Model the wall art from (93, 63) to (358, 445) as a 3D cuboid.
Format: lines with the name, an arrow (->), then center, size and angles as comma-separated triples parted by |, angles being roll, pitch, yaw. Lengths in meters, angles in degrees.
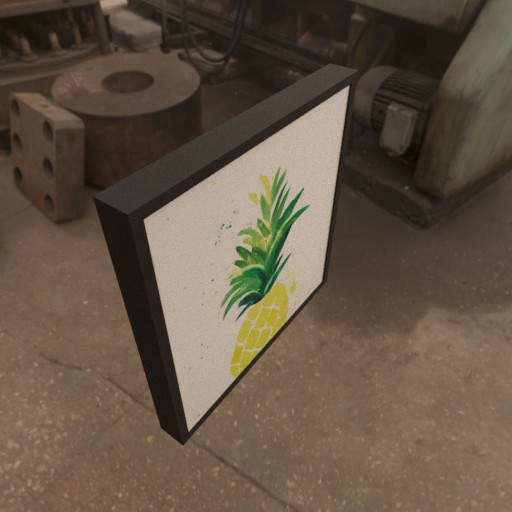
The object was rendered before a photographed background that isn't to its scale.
wall art -> 0.000, 0.000, 0.467 | 0.033, 0.304, 0.305 | 26, 48, 26
